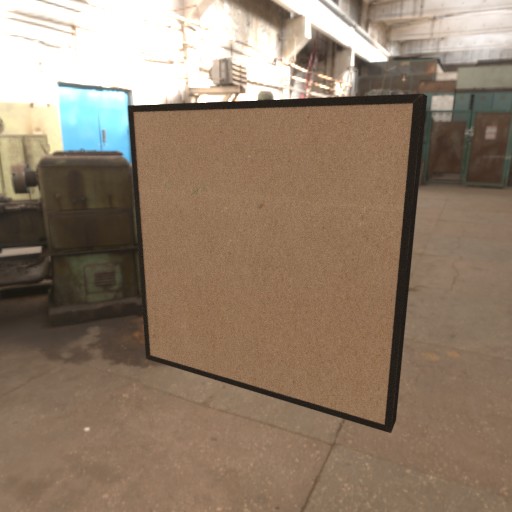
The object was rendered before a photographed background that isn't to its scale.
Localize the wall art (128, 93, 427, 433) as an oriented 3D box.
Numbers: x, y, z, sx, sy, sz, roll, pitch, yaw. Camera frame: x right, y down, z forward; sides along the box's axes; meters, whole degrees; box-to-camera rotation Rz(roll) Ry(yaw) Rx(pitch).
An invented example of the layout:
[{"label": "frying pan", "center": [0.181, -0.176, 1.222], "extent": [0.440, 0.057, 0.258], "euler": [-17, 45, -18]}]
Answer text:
[{"label": "wall art", "center": [0.000, 0.000, 0.769], "extent": [0.508, 0.508, 0.038], "euler": [8, 17, 27]}]
